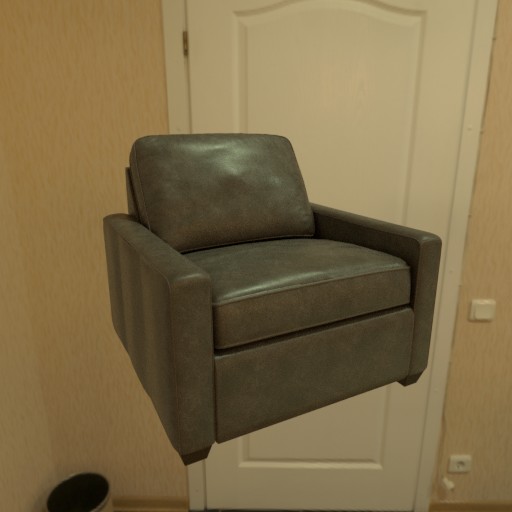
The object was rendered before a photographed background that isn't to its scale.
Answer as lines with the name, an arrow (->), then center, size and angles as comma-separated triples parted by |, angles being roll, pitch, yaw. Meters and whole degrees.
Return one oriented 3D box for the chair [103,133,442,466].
chair -> 0.000, 0.000, 1.732 | 1.006, 0.916, 0.939 | -9, 18, -27
